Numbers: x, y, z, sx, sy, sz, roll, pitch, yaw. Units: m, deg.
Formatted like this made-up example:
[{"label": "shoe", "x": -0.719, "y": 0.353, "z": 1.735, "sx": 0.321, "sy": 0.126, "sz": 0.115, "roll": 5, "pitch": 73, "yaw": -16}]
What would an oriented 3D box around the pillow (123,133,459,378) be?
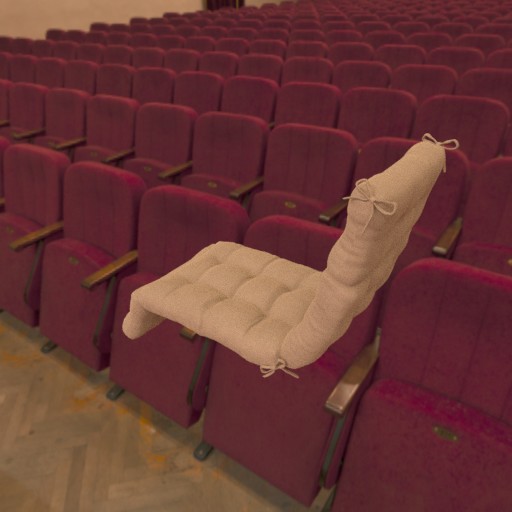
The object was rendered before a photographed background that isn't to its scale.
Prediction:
[{"label": "pillow", "x": 0.000, "y": 0.000, "z": 1.494, "sx": 1.016, "sy": 0.863, "sz": 0.526, "roll": 20, "pitch": 36, "yaw": 30}]
